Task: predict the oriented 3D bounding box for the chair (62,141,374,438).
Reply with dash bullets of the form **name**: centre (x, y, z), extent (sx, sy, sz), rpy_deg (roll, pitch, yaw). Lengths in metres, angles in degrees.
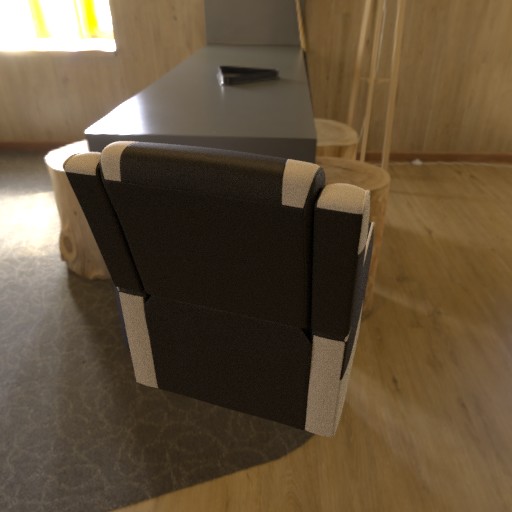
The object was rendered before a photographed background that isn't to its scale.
- **chair**: centre (0.000, 0.000, 1.267), extent (0.620, 0.805, 0.672), rpy_deg (10, 34, 16)
